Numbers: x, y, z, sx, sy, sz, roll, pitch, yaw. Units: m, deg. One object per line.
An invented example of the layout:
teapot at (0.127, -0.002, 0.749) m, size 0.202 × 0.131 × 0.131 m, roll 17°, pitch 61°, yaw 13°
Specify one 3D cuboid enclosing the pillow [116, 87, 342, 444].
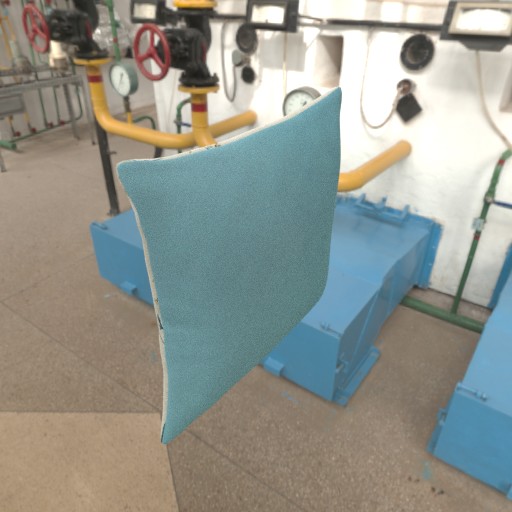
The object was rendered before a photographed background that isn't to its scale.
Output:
pillow at (0.000, 0.000, 0.803) m, size 0.166 × 0.507 × 0.526 m, roll 22°, pitch 38°, yaw 31°
